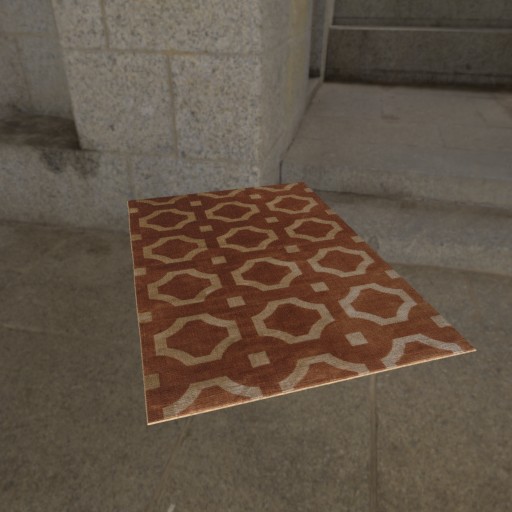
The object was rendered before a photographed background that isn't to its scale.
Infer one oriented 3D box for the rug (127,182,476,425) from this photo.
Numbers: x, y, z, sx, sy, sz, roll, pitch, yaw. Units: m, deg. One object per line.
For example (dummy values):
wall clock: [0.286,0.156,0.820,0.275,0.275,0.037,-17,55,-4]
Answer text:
rug: [0.000,0.000,2.892,1.555,0.016,2.286,-8,32,-14]
